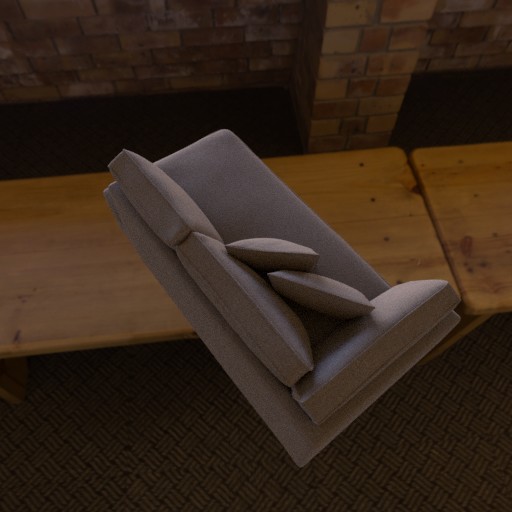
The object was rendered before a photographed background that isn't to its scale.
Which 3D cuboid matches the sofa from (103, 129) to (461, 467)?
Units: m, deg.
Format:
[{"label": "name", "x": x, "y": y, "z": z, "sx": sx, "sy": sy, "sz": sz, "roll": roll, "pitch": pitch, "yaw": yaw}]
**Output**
[{"label": "sofa", "x": 0.000, "y": 0.000, "z": 2.880, "sx": 1.110, "sy": 1.033, "sz": 2.237, "roll": -34, "pitch": 65, "yaw": -18}]
